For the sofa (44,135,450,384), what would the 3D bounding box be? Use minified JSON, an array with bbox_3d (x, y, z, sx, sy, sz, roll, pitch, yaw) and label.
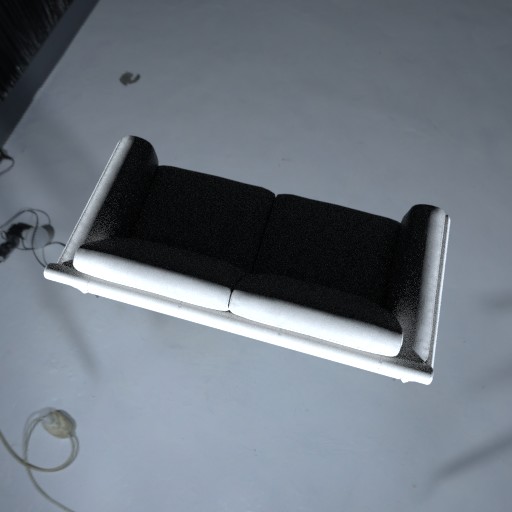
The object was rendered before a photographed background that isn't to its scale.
[{"bbox_3d":[0.000,0.000,2.624,2.101,0.930,1.049,14,67,6],"label":"sofa"}]
